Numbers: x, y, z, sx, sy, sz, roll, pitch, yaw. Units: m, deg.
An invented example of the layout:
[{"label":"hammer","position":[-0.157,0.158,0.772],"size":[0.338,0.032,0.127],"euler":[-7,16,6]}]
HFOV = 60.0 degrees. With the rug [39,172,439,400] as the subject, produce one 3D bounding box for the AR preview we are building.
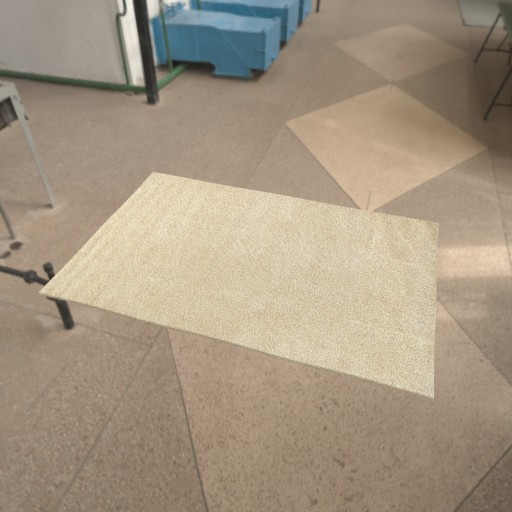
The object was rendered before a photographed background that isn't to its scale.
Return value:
[{"label":"rug","position":[0.000,0.000,3.012],"size":[2.346,0.025,1.500],"euler":[12,43,13]}]
